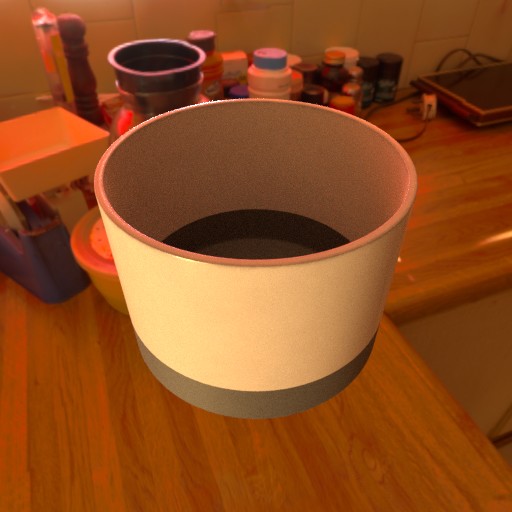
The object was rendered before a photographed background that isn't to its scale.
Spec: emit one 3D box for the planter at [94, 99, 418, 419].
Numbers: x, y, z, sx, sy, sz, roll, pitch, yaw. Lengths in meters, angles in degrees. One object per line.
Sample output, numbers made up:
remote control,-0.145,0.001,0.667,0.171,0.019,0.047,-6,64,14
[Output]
planter,0.000,0.000,0.216,0.128,0.105,0.128,0,41,0
